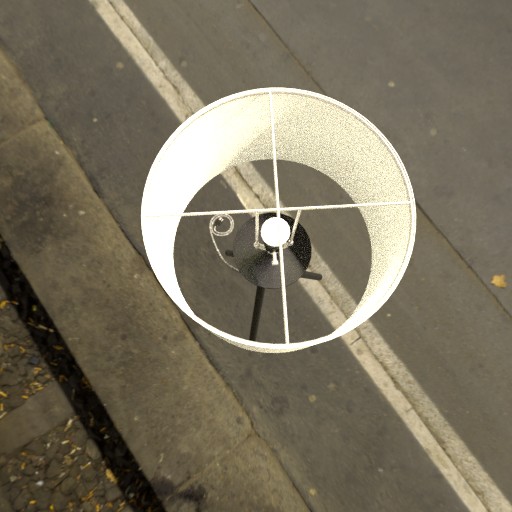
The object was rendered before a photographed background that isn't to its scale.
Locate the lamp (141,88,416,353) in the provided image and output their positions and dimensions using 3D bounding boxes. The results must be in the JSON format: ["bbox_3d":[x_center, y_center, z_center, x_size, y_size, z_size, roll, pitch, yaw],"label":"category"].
[{"bbox_3d":[0.000,0.000,0.902,0.422,0.674,0.353,32,79,7],"label":"lamp"}]
